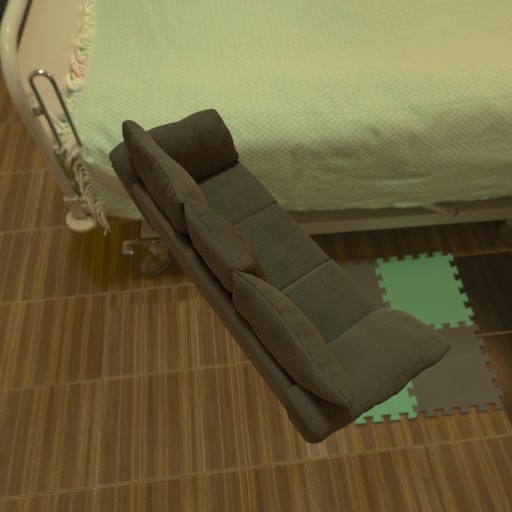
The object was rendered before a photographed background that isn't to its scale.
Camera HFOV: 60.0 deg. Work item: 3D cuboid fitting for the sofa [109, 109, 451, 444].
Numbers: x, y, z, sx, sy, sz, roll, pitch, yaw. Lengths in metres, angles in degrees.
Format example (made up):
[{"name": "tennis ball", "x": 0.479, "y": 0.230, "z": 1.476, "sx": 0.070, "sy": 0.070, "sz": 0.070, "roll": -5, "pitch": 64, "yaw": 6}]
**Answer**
[{"name": "sofa", "x": 0.000, "y": 0.000, "z": 2.857, "sx": 0.878, "sy": 1.073, "sz": 2.336, "roll": -31, "pitch": 64, "yaw": -18}]
